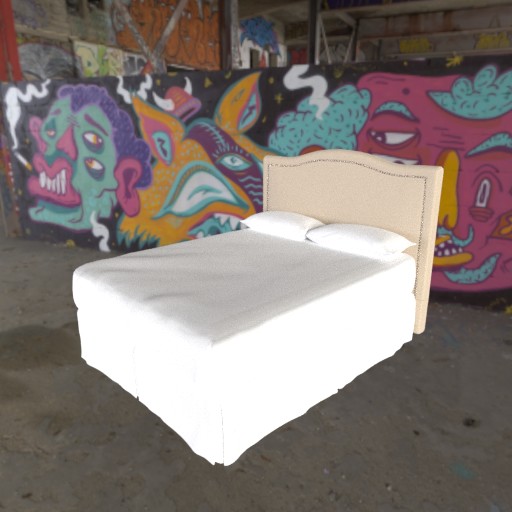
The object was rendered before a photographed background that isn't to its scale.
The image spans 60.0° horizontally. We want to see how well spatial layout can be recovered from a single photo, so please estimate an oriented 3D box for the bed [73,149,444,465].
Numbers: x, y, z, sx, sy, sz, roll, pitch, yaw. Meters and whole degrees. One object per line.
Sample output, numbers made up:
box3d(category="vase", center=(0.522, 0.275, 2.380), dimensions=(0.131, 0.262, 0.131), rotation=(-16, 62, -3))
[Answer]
box3d(category="bed", center=(0.000, 0.000, 3.267), dimensions=(2.143, 1.460, 1.753), rotation=(-16, 23, -42))
